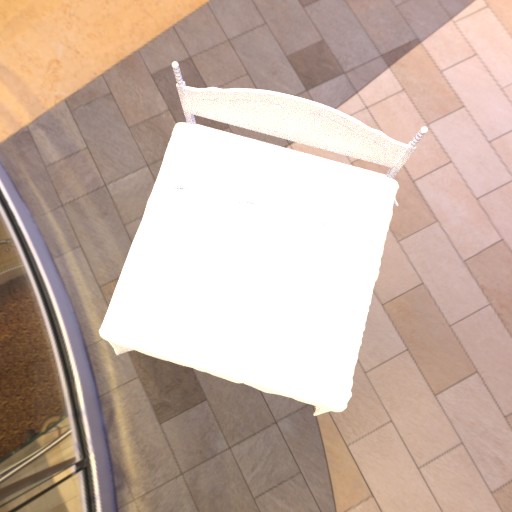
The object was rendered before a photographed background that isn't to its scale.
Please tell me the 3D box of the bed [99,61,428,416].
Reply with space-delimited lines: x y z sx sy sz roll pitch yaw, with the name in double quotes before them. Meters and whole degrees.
"bed" 0.000 0.000 3.605 2.322 1.355 2.219 16 78 4
